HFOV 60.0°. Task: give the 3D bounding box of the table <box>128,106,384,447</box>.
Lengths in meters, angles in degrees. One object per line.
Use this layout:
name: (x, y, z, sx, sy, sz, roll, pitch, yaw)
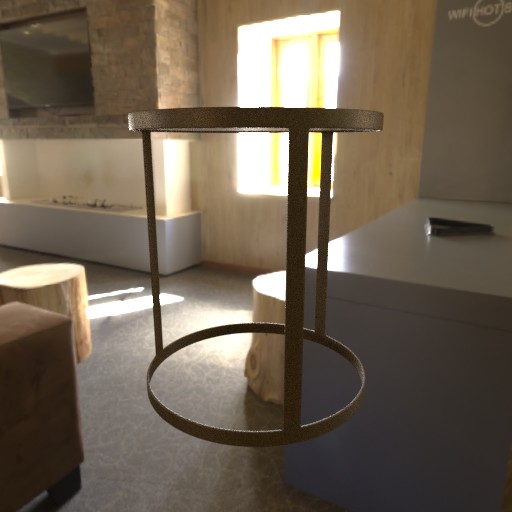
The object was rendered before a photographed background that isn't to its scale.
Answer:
table: (0.000, 0.000, 0.935, 0.480, 0.565, 0.480, 0, 15, 0)
